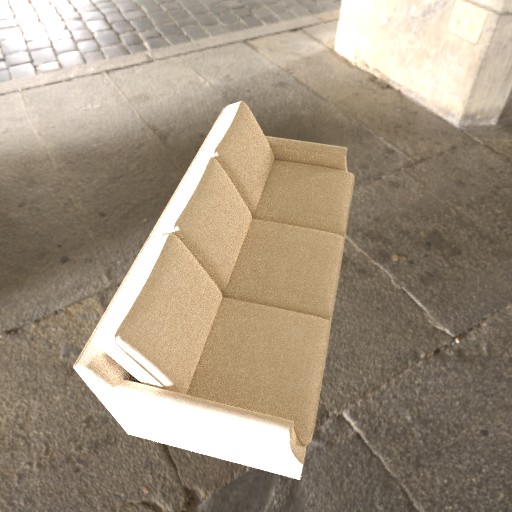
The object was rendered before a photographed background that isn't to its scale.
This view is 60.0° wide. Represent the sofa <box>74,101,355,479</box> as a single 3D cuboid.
[{"bbox_3d":[0.000,0.000,2.753,1.041,0.940,2.210,11,49,9],"label":"sofa"}]
